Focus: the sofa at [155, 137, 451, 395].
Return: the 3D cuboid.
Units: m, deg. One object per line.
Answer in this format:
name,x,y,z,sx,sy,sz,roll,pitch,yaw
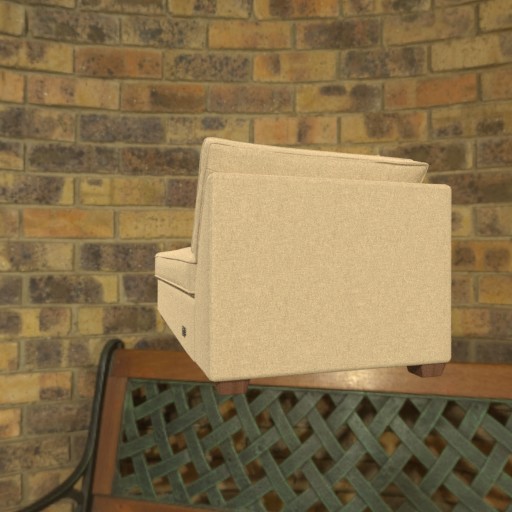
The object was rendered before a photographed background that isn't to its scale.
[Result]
sofa,0.000,0.000,2.804,1.110,1.033,2.237,0,0,-17
